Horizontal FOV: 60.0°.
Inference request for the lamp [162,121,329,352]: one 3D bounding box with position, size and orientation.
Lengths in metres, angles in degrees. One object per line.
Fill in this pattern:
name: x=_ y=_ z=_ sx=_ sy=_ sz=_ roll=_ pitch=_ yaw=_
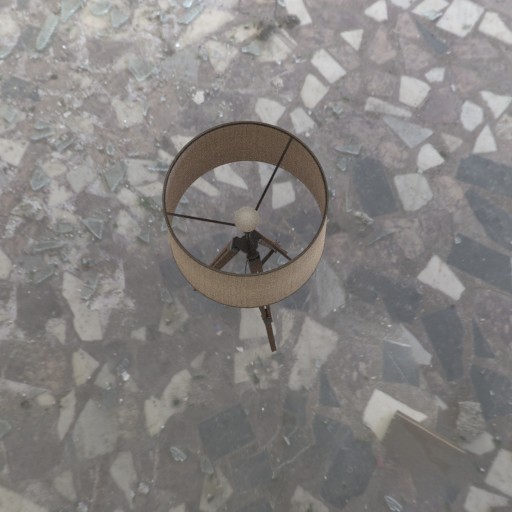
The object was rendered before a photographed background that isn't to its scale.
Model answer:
lamp: x=0.000 y=0.000 z=1.860 sx=0.604 sy=1.510 sz=0.587 roll=36 pitch=78 yaw=9
